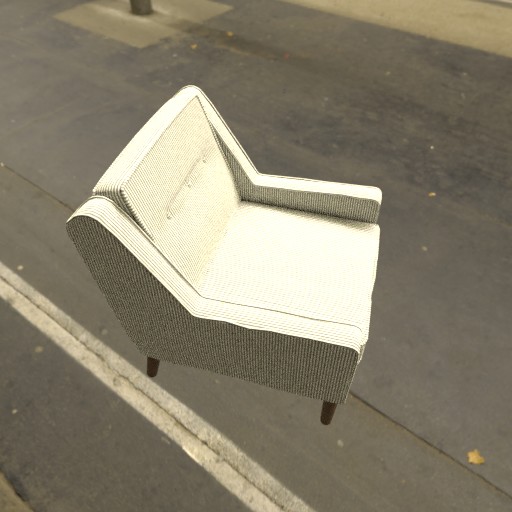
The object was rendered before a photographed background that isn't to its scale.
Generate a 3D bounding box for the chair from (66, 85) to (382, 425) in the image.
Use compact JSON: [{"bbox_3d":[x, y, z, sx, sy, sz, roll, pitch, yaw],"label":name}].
[{"bbox_3d":[0.000,0.000,1.394,0.743,0.792,0.663,12,48,11],"label":"chair"}]
